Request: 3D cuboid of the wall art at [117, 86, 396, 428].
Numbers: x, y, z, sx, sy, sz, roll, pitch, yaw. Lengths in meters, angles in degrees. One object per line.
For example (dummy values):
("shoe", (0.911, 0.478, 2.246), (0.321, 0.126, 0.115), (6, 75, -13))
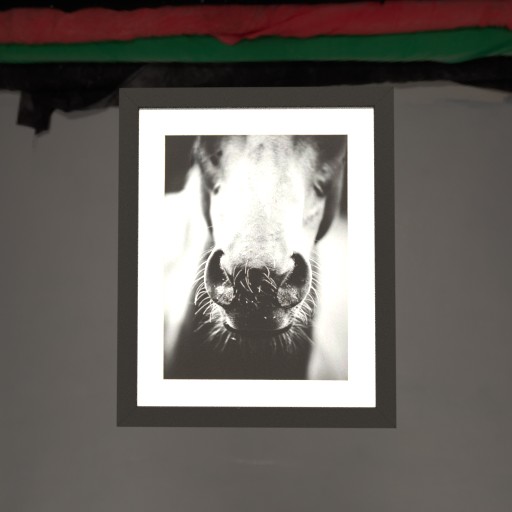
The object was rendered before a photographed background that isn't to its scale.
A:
("wall art", (0.000, 0.000, 0.538), (0.329, 0.404, 0.024), (0, -1, 1))
